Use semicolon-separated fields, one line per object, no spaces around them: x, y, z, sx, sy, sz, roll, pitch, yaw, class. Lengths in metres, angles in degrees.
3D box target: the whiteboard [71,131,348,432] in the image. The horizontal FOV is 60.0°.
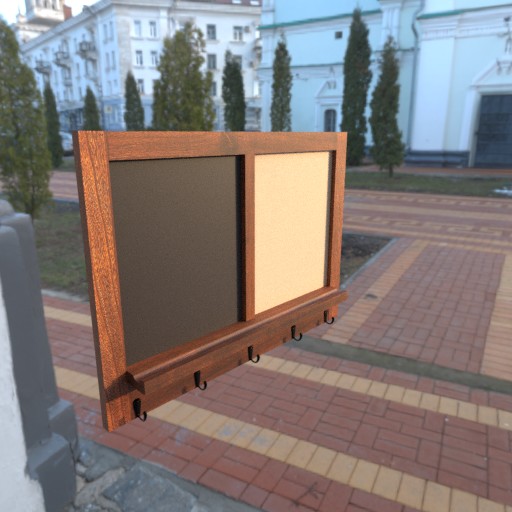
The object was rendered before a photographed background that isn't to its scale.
0.000;0.000;1.024;0.083;0.553;0.768;14;21;42;whiteboard
